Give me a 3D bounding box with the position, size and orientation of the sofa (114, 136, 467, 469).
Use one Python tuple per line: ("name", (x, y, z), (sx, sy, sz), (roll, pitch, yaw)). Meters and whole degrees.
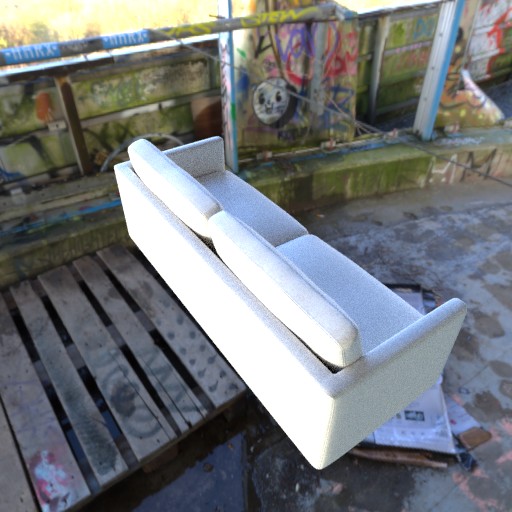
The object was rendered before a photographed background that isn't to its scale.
("sofa", (0.000, 0.000, 2.917), (0.948, 0.965, 2.434), (-24, 45, -26))
